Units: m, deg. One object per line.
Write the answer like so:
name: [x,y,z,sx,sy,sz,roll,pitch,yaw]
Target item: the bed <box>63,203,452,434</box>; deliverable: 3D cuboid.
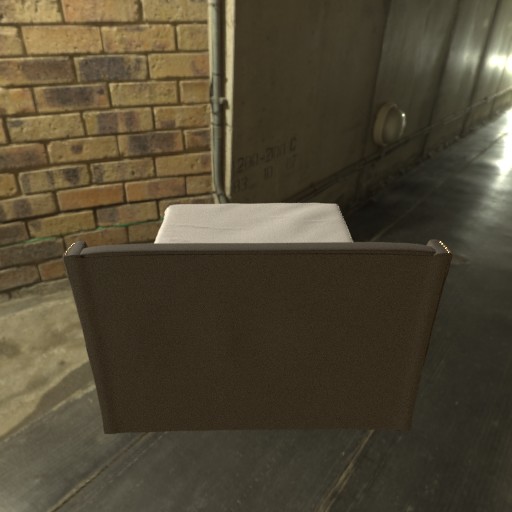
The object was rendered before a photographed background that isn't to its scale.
bed: [0.000,0.000,3.434,1.925,1.332,2.276,0,30,-1]
